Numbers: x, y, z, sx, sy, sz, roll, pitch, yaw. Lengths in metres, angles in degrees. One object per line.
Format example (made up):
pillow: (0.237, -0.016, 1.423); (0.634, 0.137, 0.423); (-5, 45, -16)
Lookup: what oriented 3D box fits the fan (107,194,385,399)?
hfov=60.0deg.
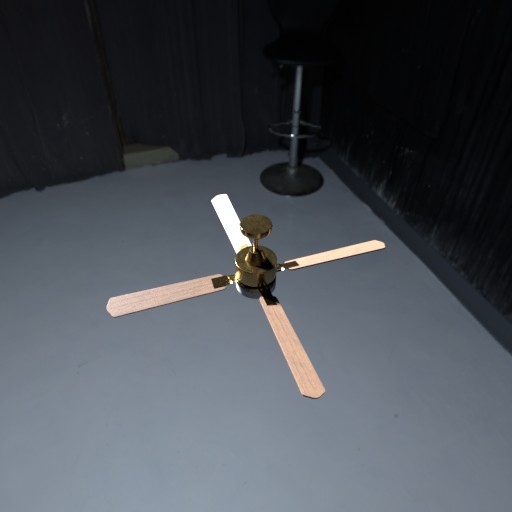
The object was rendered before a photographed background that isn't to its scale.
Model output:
fan: (0.000, 0.000, 1.943); (1.320, 0.355, 1.320); (-13, 43, -14)
